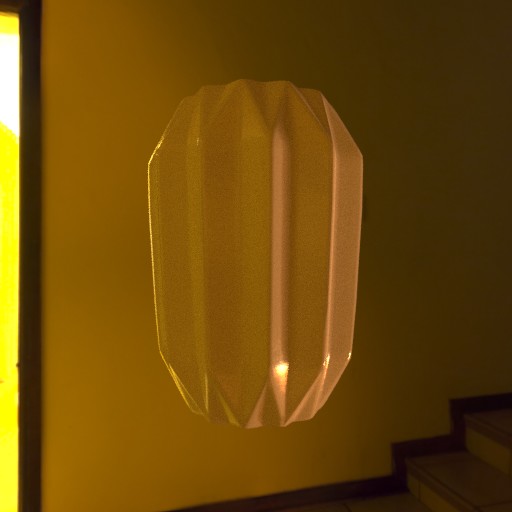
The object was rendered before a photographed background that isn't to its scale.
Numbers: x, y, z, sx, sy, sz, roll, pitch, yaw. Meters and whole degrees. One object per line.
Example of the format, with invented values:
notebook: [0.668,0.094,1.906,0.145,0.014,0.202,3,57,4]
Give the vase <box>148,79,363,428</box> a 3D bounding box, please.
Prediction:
vase: [0.000,0.000,0.408,0.195,0.275,0.195,0,0,0]
